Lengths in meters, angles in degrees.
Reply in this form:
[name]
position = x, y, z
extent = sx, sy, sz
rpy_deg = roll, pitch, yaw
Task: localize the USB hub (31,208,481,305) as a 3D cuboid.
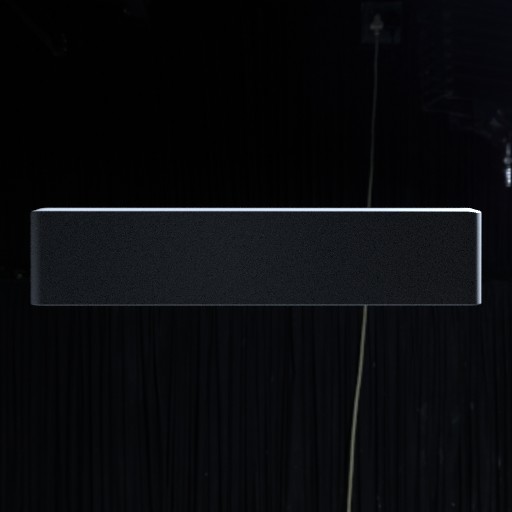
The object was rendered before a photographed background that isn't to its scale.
[USB hub]
position = 0.000, 0.000, 0.126
extent = 0.110, 0.023, 0.044
rpy_deg = 0, 0, 0
